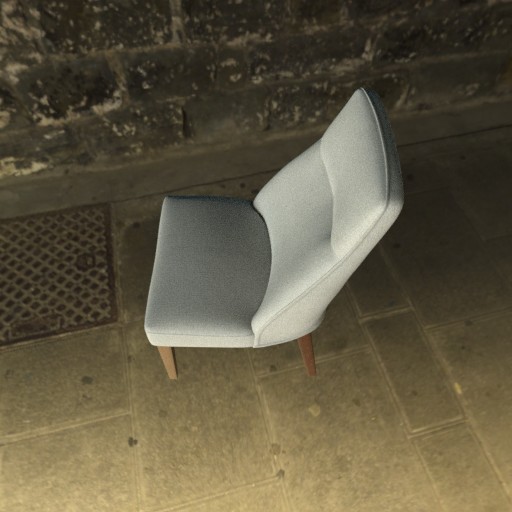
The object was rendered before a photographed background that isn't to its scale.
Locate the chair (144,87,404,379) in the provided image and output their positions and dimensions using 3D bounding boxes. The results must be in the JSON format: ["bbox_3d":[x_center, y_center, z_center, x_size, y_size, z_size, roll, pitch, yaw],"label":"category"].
[{"bbox_3d":[0.000,0.000,1.334,0.620,0.930,0.500,0,56,0],"label":"chair"}]
